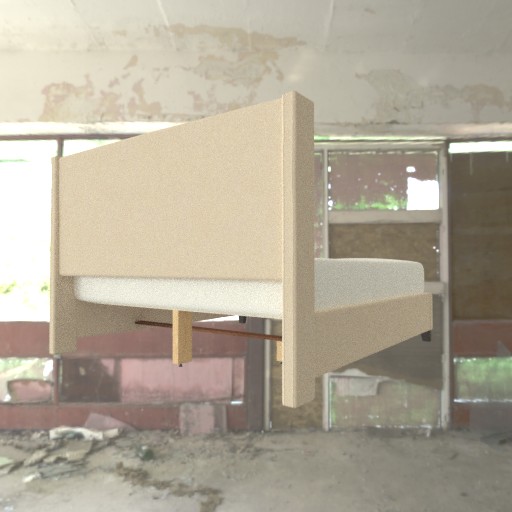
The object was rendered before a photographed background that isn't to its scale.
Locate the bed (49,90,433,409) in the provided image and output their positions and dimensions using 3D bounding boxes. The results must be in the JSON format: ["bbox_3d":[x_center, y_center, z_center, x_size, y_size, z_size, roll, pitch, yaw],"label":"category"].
[{"bbox_3d":[0.000,0.000,3.586,2.145,1.471,2.293,-1,-2,36],"label":"bed"}]
